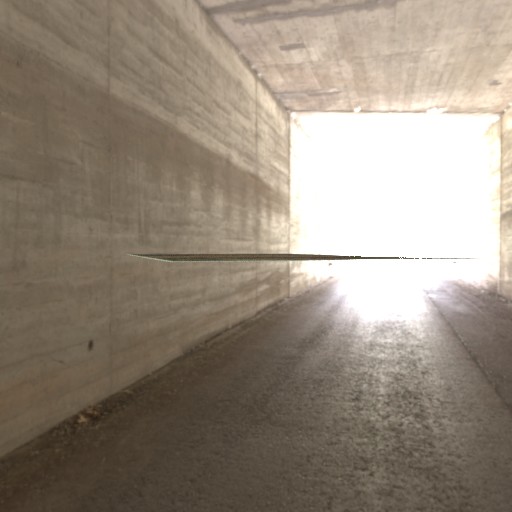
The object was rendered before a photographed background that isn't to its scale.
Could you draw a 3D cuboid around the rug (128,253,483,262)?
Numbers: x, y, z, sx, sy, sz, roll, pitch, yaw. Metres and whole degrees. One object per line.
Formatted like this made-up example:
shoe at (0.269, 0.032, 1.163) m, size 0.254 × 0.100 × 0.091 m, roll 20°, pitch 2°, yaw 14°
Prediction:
rug at (0.000, 0.000, 3.017) m, size 1.566 × 0.004 × 2.363 m, roll 0°, pitch 1°, yaw -19°
